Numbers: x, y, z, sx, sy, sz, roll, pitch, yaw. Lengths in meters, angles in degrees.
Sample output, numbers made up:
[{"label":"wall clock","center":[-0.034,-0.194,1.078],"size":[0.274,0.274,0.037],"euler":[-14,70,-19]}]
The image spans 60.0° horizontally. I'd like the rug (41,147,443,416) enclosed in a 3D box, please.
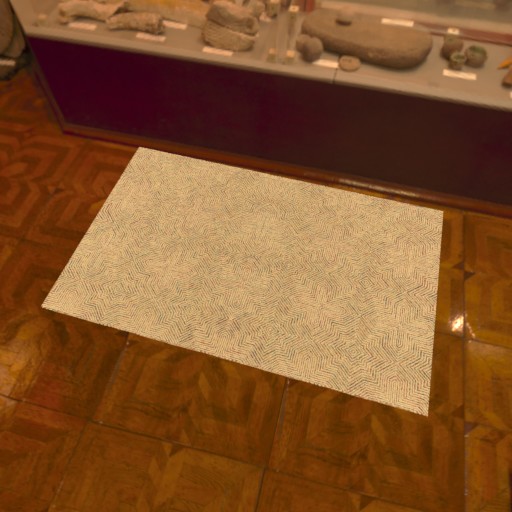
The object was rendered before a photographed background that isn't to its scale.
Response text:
[{"label":"rug","center":[0.000,0.000,3.046],"size":[2.428,0.007,1.519],"euler":[14,58,9]}]
